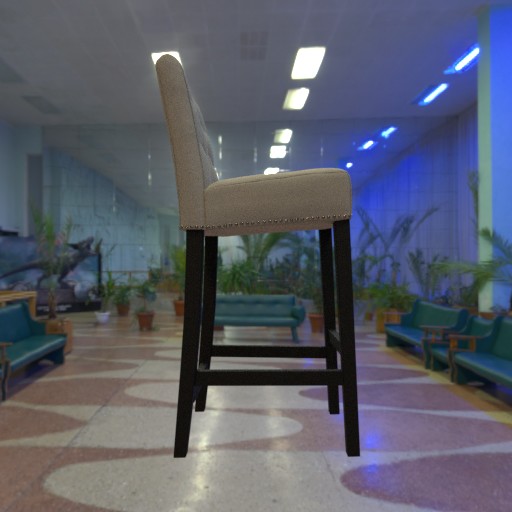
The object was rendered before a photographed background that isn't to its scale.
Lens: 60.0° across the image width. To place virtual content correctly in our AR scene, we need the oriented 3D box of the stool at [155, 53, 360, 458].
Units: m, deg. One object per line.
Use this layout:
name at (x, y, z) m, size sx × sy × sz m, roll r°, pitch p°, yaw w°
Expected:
stool at (0.000, 0.000, 1.331) m, size 0.548 × 1.047 × 0.411 m, roll 0°, pitch 0°, yaw 1°
